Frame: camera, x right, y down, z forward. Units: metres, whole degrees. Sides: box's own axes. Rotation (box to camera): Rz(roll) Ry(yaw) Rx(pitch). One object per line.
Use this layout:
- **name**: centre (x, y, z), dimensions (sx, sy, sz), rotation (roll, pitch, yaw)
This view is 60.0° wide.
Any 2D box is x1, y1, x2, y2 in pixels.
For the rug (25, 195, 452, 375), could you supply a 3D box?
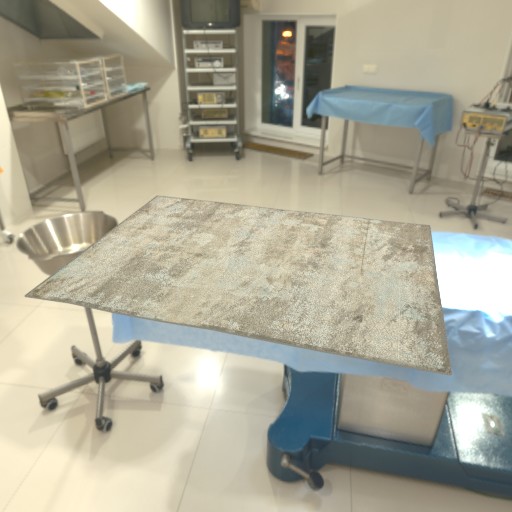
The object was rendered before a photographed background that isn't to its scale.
- **rug**: centre (0.000, 0.000, 4.263), dimensions (3.307, 0.013, 2.393), rotation (8, 30, 14)
